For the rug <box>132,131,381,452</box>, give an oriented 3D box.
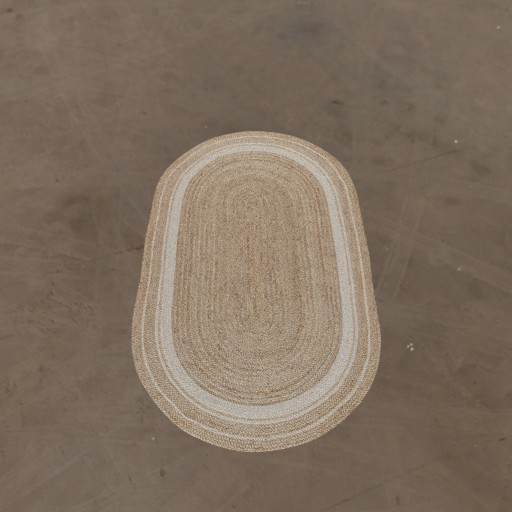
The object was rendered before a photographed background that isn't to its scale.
[{"bbox_3d":[0.000,0.000,2.974,1.520,0.006,2.432,0,57,0],"label":"rug"}]
